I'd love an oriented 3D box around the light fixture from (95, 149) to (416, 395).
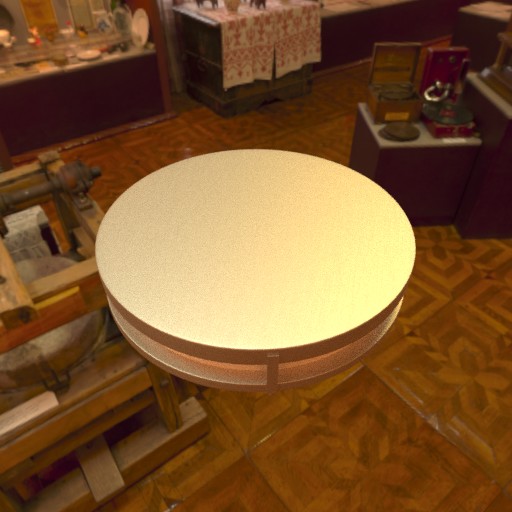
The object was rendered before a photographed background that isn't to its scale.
[{"bbox_3d":[0.000,0.000,0.539,0.356,0.102,0.356,0,41,0],"label":"light fixture"}]
